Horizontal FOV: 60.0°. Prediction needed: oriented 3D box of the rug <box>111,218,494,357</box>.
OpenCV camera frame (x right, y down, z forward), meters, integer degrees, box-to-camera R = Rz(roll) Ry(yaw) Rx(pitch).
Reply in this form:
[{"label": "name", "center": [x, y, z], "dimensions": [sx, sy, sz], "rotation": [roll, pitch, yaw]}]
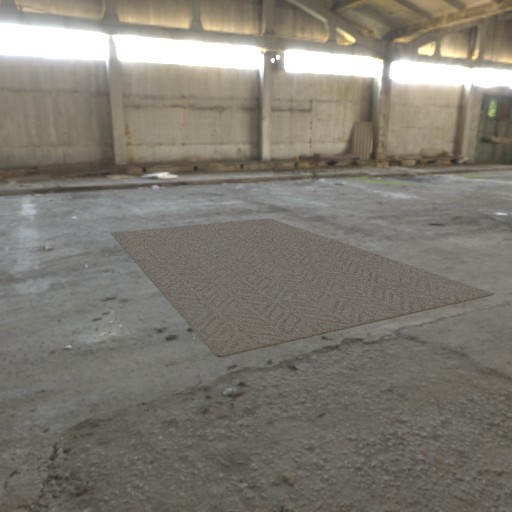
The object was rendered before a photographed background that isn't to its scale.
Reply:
[{"label": "rug", "center": [0.000, 0.000, 2.985], "dimensions": [1.523, 0.008, 2.438], "rotation": [-7, 17, -25]}]
